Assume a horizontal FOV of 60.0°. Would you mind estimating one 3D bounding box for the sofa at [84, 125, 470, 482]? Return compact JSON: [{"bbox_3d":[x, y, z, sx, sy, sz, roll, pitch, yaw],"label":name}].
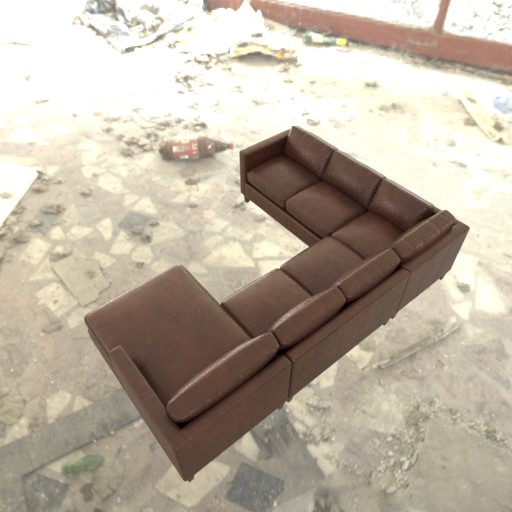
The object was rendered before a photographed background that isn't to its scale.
[{"bbox_3d":[0.000,0.000,4.383,3.324,0.891,2.452,-30,53,-26],"label":"sofa"}]
